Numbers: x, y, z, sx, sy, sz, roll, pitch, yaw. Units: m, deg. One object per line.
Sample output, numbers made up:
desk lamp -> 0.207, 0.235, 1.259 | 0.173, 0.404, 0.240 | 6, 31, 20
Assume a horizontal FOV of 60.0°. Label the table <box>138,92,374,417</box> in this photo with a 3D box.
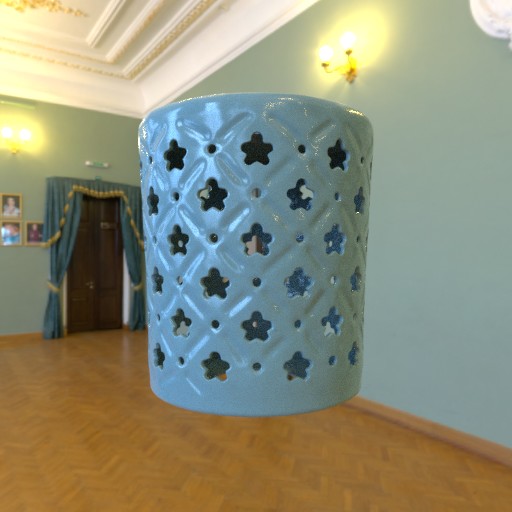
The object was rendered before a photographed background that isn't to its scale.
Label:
table -> 0.000, 0.000, 0.681 | 0.352, 0.387, 0.352 | 0, 0, 0
